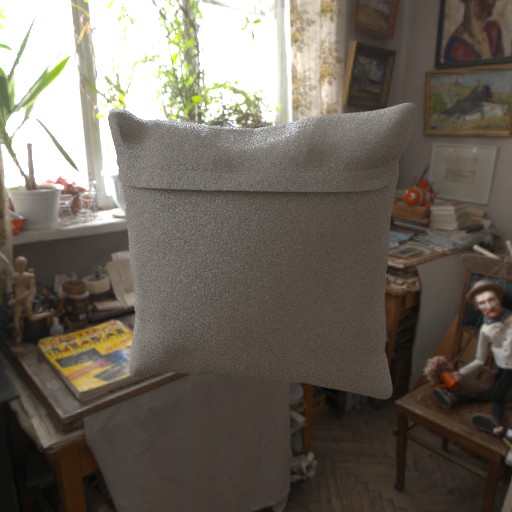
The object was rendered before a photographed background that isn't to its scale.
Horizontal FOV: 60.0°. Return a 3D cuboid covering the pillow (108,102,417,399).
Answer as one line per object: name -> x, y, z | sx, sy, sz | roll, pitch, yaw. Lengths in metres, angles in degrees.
pillow -> 0.000, 0.000, 0.757 | 0.484, 0.490, 0.234 | 3, 16, 9
